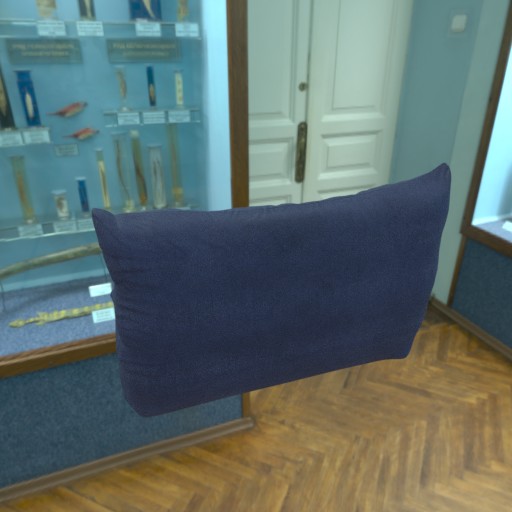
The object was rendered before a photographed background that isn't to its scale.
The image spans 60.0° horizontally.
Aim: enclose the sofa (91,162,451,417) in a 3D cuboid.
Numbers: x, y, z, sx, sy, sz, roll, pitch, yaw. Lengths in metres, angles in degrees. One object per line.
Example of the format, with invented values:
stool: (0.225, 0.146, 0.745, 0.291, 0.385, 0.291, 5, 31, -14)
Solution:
sofa: (0.000, 0.000, 1.710, 1.122, 0.778, 0.849, -9, 27, -17)
